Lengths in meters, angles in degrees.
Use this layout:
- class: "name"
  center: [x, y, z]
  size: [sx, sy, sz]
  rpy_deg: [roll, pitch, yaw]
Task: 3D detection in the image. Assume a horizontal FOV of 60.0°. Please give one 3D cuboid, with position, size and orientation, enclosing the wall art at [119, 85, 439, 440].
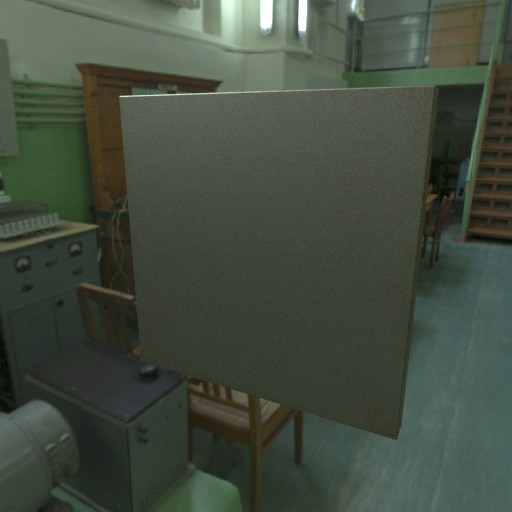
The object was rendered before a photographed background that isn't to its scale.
- class: "wall art"
  center: [0.000, 0.000, 0.730]
  size: [0.503, 0.506, 0.040]
  rpy_deg: [9, 19, 26]
